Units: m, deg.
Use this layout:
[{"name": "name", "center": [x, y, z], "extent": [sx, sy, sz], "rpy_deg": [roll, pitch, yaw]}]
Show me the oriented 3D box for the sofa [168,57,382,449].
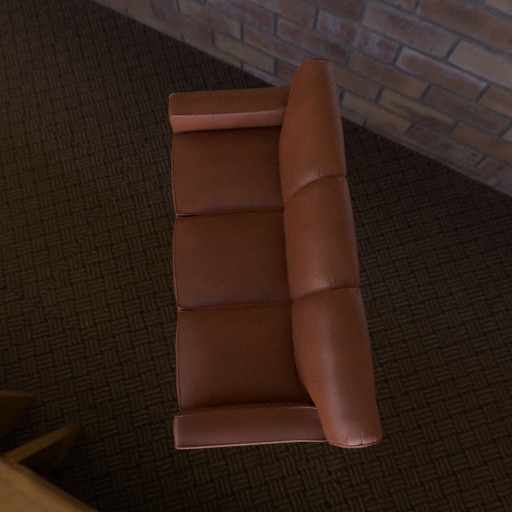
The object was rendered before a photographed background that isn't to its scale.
[{"name": "sofa", "center": [0.000, 0.000, 2.590], "extent": [1.008, 0.953, 2.039], "rpy_deg": [-4, 75, -1]}]
